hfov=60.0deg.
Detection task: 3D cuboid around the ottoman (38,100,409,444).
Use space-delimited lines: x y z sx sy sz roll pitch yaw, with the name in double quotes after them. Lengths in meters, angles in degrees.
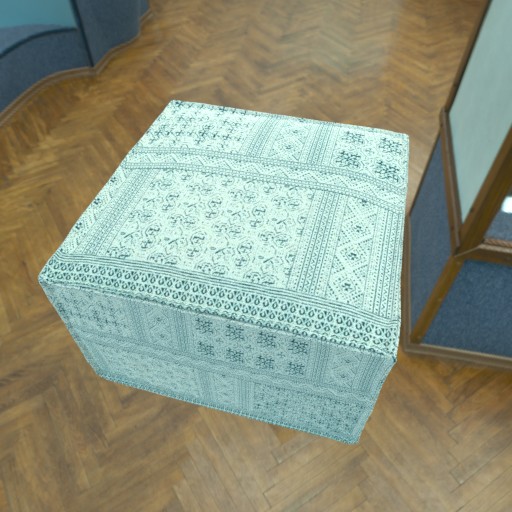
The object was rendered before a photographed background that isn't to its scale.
0.000 0.000 1.038 0.626 0.439 0.617 11 50 10 "ottoman"
